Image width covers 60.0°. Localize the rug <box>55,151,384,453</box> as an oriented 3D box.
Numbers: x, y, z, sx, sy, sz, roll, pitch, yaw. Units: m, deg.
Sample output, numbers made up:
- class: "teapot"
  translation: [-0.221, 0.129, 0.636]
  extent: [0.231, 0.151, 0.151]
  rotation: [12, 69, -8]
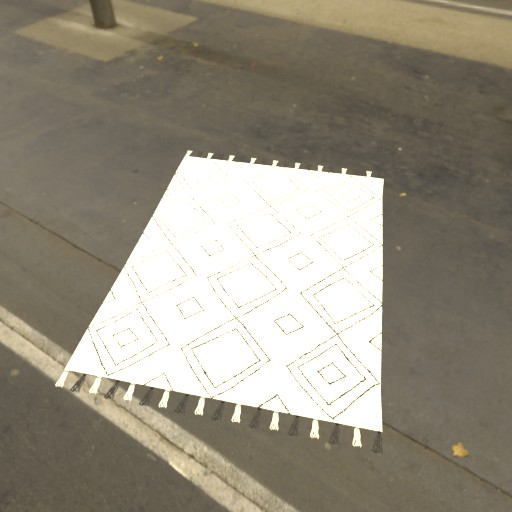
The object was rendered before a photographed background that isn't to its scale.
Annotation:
- class: "rug"
  translation: [0.000, 0.000, 4.157]
  extent: [2.342, 0.026, 3.221]
  rotation: [8, 46, 8]
